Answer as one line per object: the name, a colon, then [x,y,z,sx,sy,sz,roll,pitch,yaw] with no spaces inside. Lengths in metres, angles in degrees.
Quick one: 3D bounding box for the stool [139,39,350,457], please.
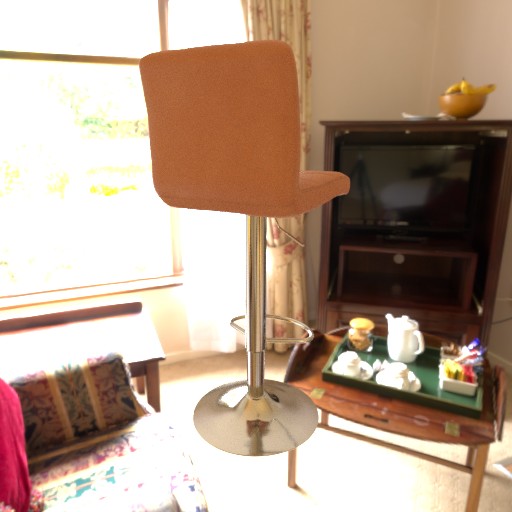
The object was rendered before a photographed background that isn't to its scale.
stool: [0.000,0.000,1.357,0.430,1.115,0.505,8,18,27]
